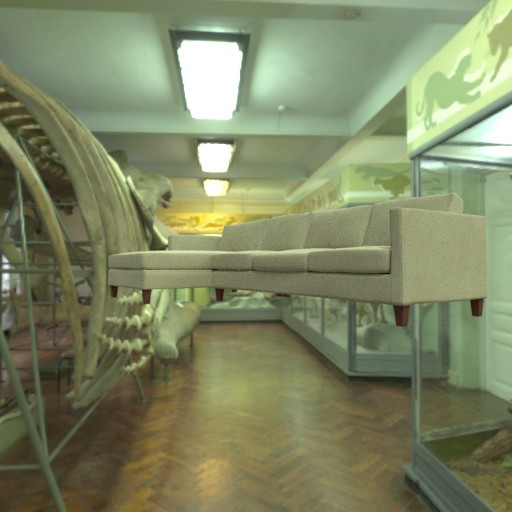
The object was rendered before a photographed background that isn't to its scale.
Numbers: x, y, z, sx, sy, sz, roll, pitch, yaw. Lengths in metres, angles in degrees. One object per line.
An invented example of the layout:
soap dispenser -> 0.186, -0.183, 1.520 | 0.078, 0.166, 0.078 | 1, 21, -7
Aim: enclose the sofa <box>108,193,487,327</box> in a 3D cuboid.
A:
sofa -> 0.000, 0.000, 3.847 | 1.625, 0.846, 3.186 | 1, -1, -35
